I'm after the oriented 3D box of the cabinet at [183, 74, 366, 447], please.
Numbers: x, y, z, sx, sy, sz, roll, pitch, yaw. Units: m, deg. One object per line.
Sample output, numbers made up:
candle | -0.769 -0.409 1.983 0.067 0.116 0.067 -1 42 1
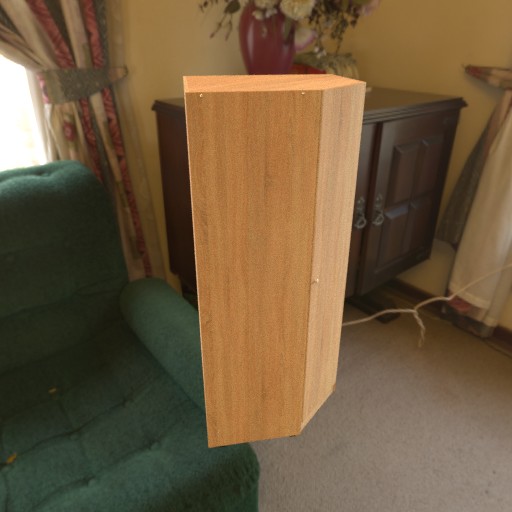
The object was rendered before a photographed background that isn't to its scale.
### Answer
cabinet | 0.000 0.000 2.870 1.094 2.120 1.327 18 31 32
